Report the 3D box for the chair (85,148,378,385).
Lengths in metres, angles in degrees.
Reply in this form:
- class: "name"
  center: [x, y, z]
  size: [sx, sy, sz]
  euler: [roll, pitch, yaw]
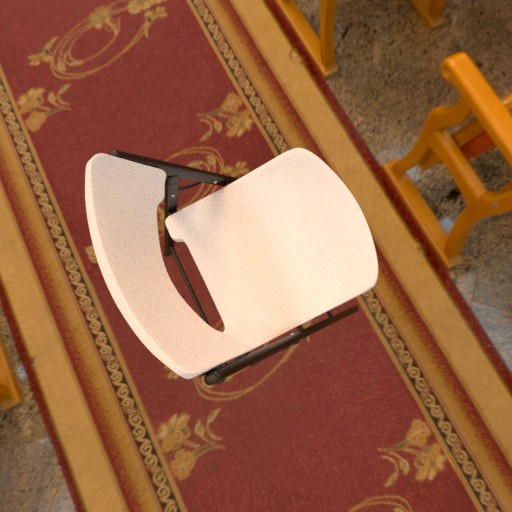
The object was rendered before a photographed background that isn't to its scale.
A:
- class: "chair"
  center: [0.000, 0.000, 1.127]
  size: [0.577, 0.765, 0.482]
  euler: [-26, 78, -6]
